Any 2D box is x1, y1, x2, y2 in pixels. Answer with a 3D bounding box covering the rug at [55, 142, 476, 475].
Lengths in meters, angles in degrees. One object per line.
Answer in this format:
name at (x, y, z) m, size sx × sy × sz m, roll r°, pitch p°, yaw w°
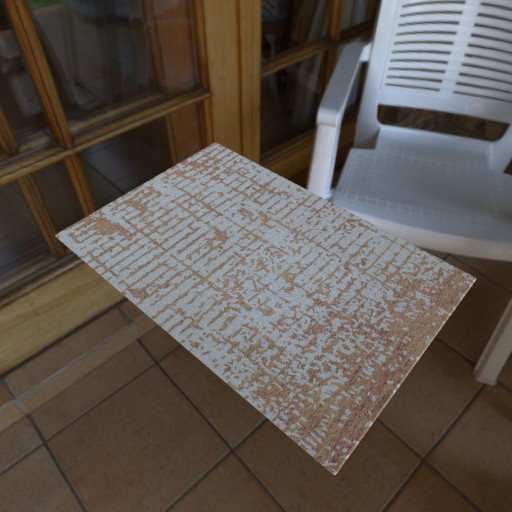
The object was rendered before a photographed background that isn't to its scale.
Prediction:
rug at (0.000, 0.000, 2.290) m, size 1.829 × 0.011 × 1.219 m, roll 33°, pitch 55°, yaw 27°
